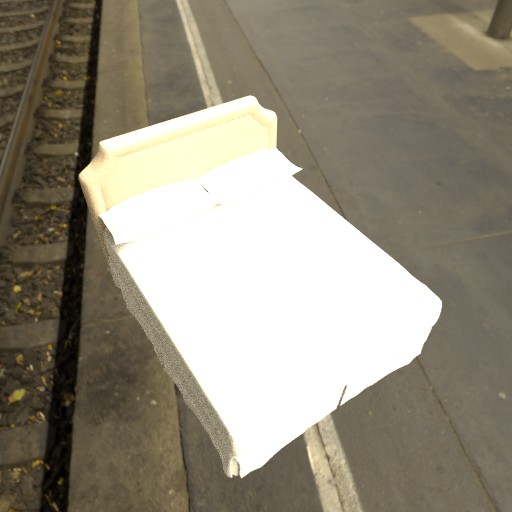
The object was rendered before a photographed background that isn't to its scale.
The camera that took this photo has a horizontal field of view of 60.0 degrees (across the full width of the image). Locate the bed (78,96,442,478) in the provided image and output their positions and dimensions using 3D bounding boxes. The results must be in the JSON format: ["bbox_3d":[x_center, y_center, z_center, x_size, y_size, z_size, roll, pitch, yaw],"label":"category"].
[{"bbox_3d":[0.000,0.000,3.872,2.134,1.524,2.548,-25,51,-23],"label":"bed"}]
